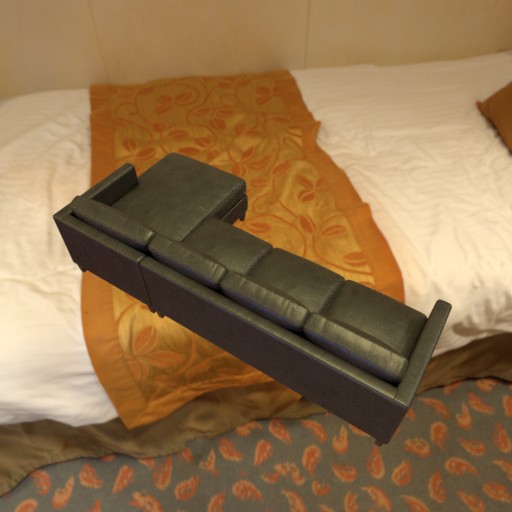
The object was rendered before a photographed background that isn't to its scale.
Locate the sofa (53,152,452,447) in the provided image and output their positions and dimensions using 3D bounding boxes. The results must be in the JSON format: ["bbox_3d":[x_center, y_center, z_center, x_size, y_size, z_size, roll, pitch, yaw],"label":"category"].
[{"bbox_3d":[0.000,0.000,3.917,3.203,0.883,1.581,25,52,21],"label":"sofa"}]
